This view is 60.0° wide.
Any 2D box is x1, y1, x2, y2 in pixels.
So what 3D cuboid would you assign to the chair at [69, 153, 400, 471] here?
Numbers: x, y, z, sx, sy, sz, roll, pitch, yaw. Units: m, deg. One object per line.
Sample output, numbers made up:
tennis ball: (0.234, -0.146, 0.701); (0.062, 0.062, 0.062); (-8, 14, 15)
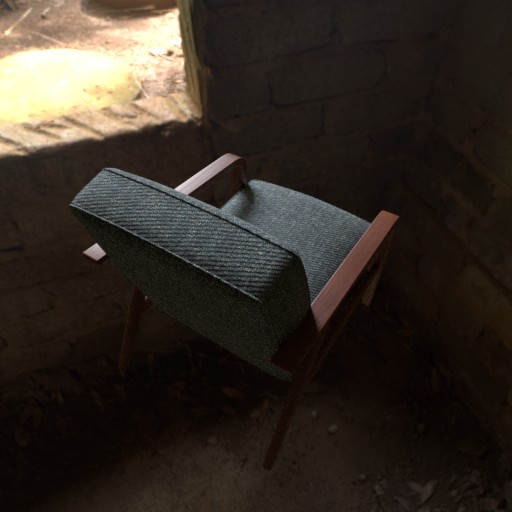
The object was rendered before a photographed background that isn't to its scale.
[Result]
chair: (0.000, 0.000, 1.517); (0.719, 0.864, 0.889); (25, 51, 22)
